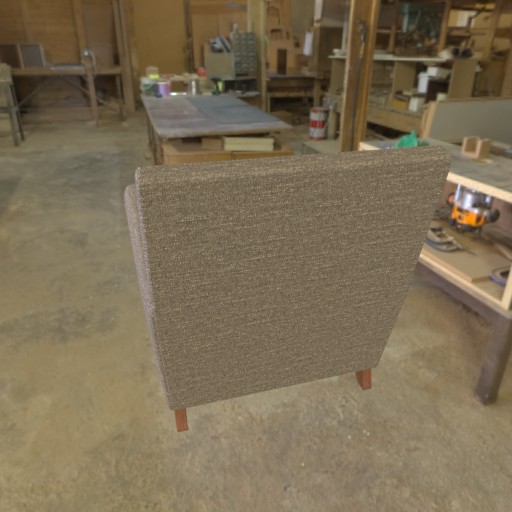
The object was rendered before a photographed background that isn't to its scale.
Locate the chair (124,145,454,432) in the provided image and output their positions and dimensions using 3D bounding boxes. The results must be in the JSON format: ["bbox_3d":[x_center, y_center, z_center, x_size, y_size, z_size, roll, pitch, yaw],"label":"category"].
[{"bbox_3d":[0.000,0.000,1.556,0.838,0.885,0.875,-7,27,-15],"label":"chair"}]
